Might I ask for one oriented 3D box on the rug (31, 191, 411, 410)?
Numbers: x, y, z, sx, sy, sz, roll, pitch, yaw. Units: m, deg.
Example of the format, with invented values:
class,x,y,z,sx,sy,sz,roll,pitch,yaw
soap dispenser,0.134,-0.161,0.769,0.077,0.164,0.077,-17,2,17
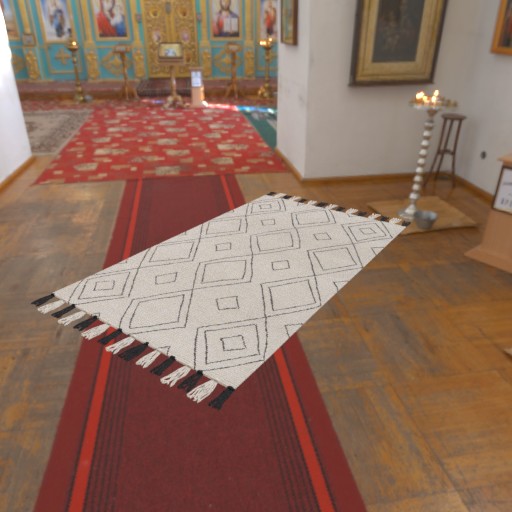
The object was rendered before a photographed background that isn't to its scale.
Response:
class,x,y,z,sx,sy,sz,roll,pitch,yaw
rug,0.000,0.000,3.357,1.524,0.021,2.755,18,31,31
